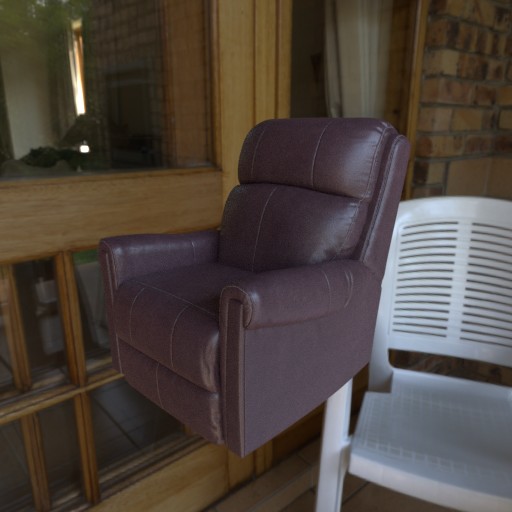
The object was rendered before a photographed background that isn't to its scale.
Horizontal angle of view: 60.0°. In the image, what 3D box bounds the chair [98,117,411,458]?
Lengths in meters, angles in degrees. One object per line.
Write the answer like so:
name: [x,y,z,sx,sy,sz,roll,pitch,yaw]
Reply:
chair: [0.000,0.000,1.757,0.838,1.054,1.014,15,22,41]
